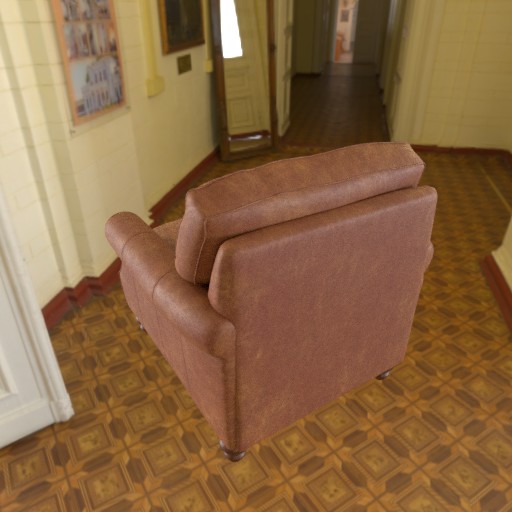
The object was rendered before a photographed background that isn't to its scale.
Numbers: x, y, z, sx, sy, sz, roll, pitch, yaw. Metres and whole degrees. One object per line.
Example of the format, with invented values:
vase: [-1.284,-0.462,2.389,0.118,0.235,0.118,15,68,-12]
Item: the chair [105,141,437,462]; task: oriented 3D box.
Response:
chair: [0.000,0.000,1.741,0.983,0.962,0.986,-18,34,-28]
